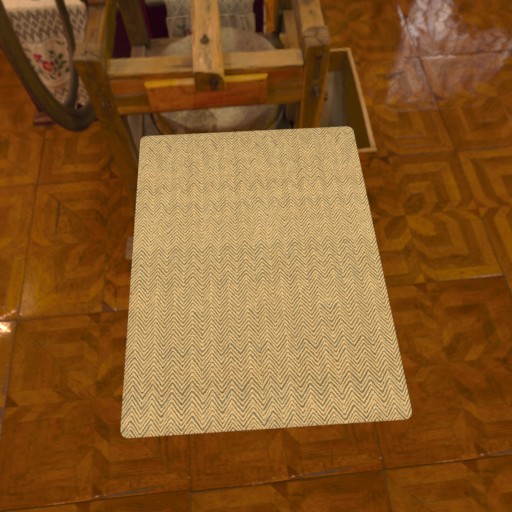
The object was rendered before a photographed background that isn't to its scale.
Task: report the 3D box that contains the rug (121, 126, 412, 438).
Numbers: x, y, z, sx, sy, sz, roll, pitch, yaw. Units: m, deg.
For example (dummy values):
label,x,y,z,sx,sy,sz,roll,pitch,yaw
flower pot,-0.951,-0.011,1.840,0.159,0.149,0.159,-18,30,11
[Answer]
label,x,y,z,sx,sy,sz,roll,pitch,yaw
rug,0.000,0.000,4.386,2.439,0.014,3.207,-3,64,-2
